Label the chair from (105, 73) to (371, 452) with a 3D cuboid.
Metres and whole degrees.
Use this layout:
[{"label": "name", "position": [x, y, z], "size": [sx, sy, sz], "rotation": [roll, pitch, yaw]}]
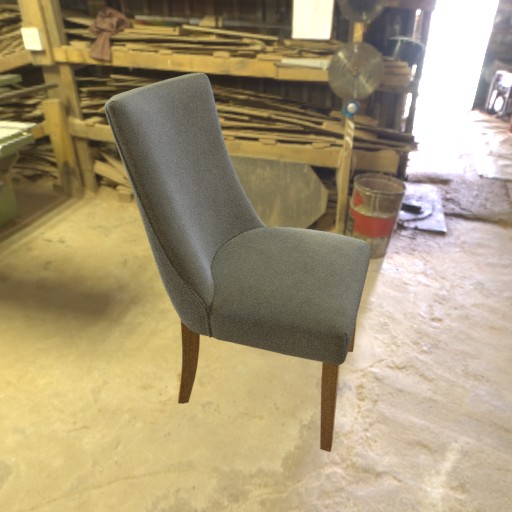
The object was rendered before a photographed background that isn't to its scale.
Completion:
[{"label": "chair", "position": [0.000, 0.000, 1.260], "size": [0.610, 0.902, 0.495], "rotation": [10, 31, 16]}]
